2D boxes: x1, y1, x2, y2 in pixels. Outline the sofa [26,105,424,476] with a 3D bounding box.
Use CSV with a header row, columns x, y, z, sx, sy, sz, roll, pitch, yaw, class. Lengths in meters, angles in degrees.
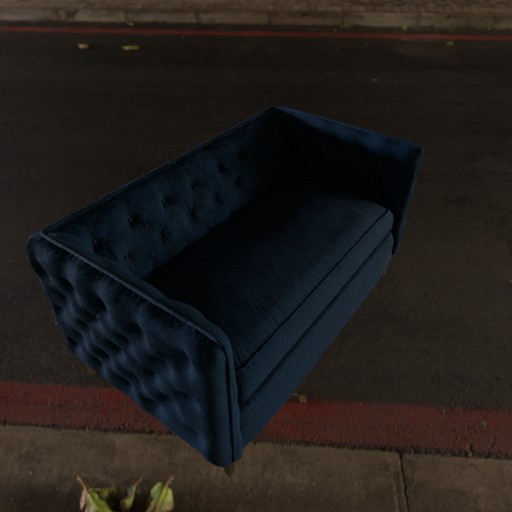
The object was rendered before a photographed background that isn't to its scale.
x,y,z,sx,sy,sz,roll,pitch,yaw,class
0.000,0.000,2.057,0.909,0.810,1.583,25,46,27,sofa
